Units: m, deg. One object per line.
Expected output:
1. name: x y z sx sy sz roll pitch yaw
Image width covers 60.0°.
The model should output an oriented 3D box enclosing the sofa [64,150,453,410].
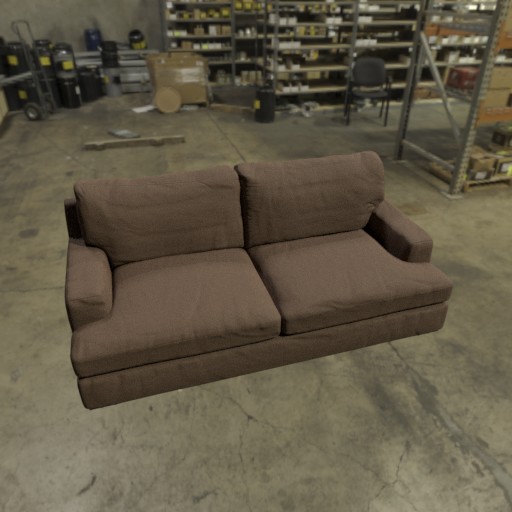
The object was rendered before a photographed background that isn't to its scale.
1. sofa: 0.000 0.000 2.830 2.274 0.950 1.140 -9 33 -14
